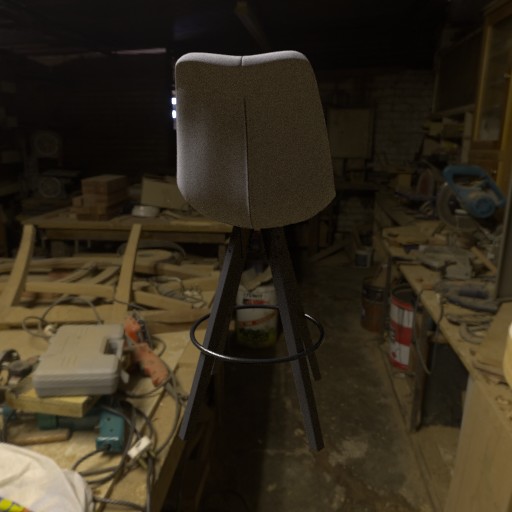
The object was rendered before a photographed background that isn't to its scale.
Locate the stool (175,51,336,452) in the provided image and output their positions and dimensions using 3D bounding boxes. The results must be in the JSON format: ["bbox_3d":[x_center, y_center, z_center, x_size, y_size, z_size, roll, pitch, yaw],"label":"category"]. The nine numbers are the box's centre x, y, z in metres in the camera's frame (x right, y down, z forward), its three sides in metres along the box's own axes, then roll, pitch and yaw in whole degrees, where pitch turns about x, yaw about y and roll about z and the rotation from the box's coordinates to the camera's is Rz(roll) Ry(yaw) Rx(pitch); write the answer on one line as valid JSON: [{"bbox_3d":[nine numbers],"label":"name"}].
[{"bbox_3d":[0.000,0.000,1.407,0.485,1.115,0.550,2,16,7],"label":"stool"}]
